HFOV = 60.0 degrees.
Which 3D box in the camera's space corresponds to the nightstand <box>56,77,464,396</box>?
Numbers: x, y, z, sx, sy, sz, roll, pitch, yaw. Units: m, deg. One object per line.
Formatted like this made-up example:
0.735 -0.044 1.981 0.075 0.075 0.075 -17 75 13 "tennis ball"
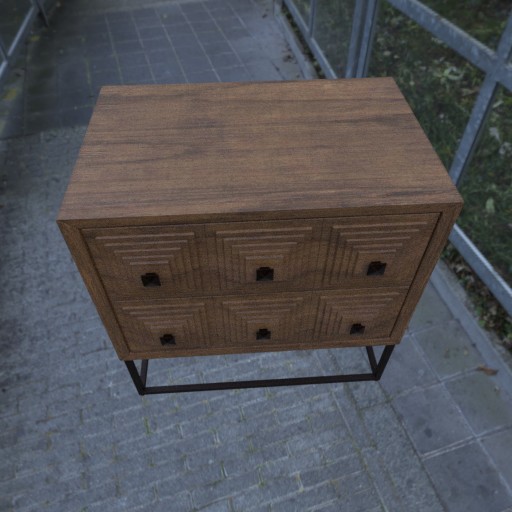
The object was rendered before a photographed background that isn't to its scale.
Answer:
0.000 0.000 1.008 0.610 0.610 0.437 -3 48 -3 "nightstand"
